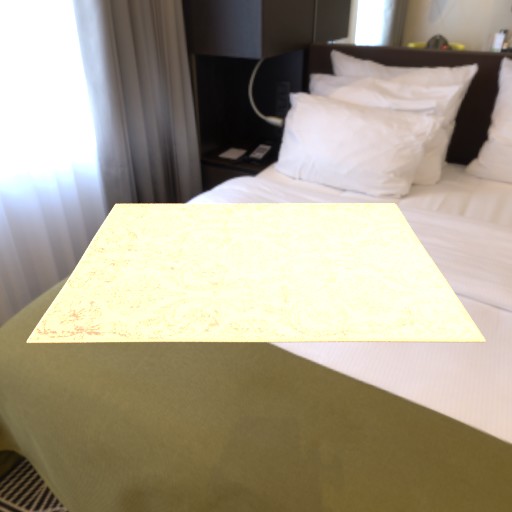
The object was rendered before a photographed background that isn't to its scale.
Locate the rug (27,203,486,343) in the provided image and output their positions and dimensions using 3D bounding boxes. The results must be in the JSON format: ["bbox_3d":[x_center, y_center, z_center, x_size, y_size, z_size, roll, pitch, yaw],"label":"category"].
[{"bbox_3d":[0.000,0.000,2.807,2.202,0.014,1.598,0,31,0],"label":"rug"}]
